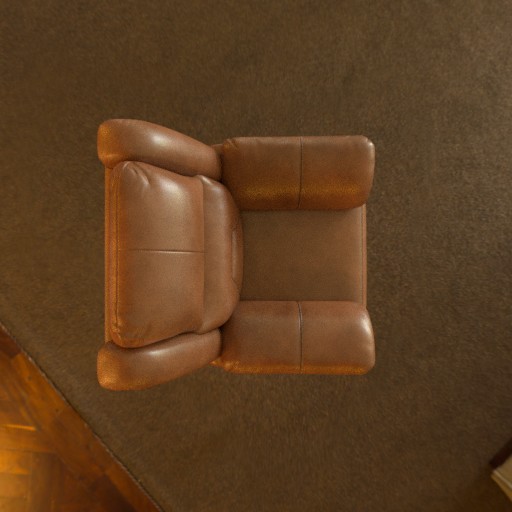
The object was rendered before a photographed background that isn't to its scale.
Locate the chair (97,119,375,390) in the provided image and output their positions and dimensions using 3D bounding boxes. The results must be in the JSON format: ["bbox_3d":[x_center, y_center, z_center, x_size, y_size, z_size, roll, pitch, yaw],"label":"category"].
[{"bbox_3d":[0.000,0.000,1.890,1.041,1.093,0.990,0,90,0],"label":"chair"}]
